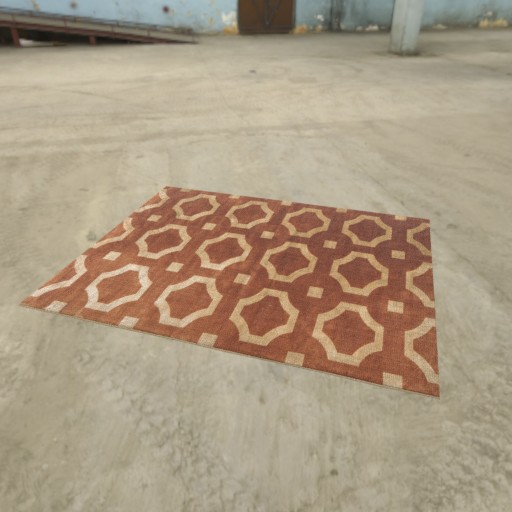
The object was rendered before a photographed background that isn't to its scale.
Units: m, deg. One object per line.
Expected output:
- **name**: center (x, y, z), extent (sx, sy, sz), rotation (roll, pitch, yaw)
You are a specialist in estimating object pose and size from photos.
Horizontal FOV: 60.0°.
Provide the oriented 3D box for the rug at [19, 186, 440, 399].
- **rug**: center (0.000, 0.000, 4.009), extent (3.049, 0.021, 2.466), rotation (9, 33, 15)
